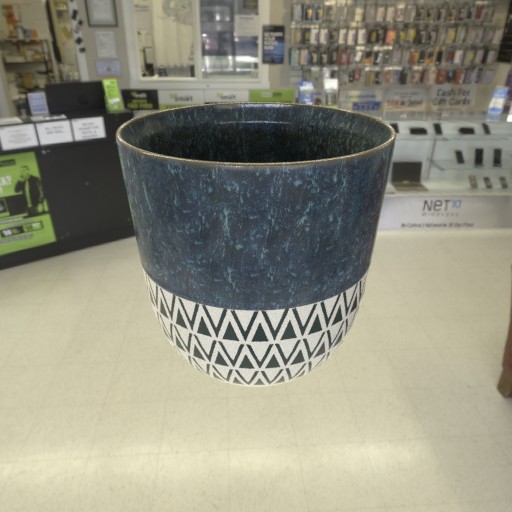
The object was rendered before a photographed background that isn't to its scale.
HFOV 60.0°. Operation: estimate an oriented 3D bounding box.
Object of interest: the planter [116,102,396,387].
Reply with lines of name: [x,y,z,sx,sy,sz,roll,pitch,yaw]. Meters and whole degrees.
planter: [0.000,0.000,0.369,0.195,0.214,0.195,0,28,0]
